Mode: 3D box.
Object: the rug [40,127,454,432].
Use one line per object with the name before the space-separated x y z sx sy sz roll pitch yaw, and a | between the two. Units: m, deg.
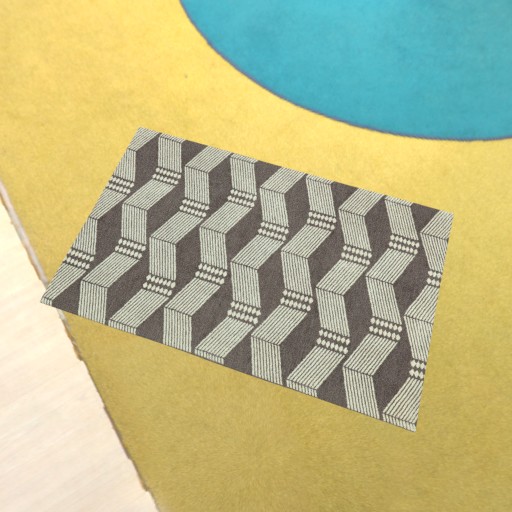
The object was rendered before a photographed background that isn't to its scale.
rug | 0.000 0.000 2.992 2.435 0.011 1.517 17 66 8
